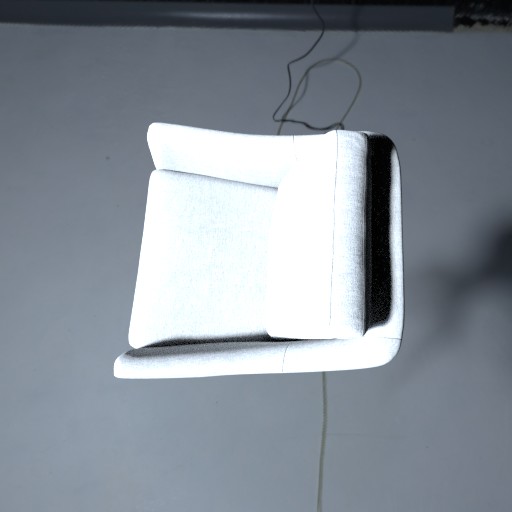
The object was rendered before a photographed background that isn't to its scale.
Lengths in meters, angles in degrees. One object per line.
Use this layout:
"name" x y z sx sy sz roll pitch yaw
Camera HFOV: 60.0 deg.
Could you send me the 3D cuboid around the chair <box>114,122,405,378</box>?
"chair" 0.000 0.000 1.755 0.961 0.902 0.986 4 75 1
